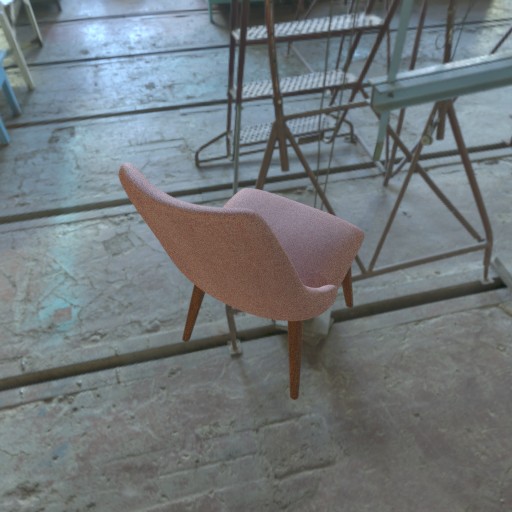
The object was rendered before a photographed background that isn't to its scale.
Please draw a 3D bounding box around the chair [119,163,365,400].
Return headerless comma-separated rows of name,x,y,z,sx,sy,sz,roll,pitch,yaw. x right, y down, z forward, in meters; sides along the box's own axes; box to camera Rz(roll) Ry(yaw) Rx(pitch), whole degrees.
chair,0.000,0.000,1.356,0.535,0.918,0.707,24,51,21
